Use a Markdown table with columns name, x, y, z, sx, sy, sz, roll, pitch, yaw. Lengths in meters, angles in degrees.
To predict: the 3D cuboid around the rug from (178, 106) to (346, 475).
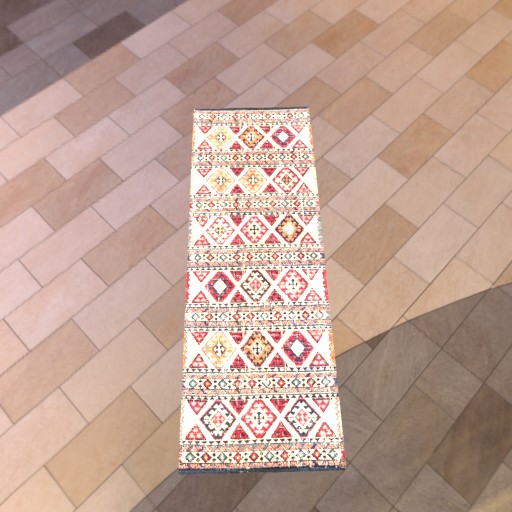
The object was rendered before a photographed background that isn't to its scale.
| name | x | y | z | sx | sy | sz | roll | pitch | yaw |
| --- | --- | --- | --- | --- | --- | --- | --- | --- | --- |
| rug | 0.000 | 0.000 | 2.686 | 0.832 | 0.008 | 2.362 | -1 | 65 | -1 |
